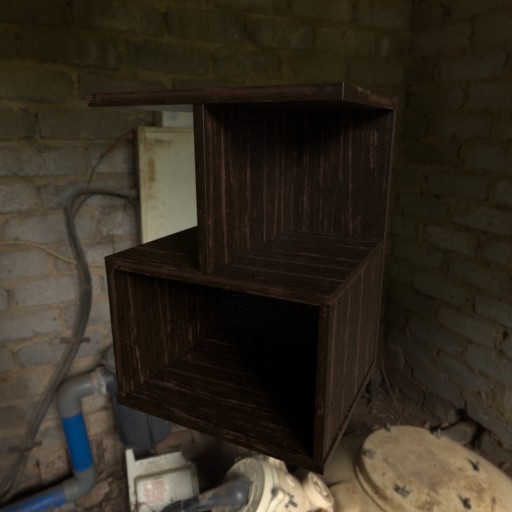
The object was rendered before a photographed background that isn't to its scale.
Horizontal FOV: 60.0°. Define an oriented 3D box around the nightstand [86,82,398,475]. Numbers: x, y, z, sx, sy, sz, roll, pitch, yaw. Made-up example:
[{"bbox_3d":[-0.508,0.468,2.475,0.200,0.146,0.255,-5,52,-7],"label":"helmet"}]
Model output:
[{"bbox_3d":[0.000,0.000,0.818,0.400,0.559,0.356,8,18,25],"label":"nightstand"}]
